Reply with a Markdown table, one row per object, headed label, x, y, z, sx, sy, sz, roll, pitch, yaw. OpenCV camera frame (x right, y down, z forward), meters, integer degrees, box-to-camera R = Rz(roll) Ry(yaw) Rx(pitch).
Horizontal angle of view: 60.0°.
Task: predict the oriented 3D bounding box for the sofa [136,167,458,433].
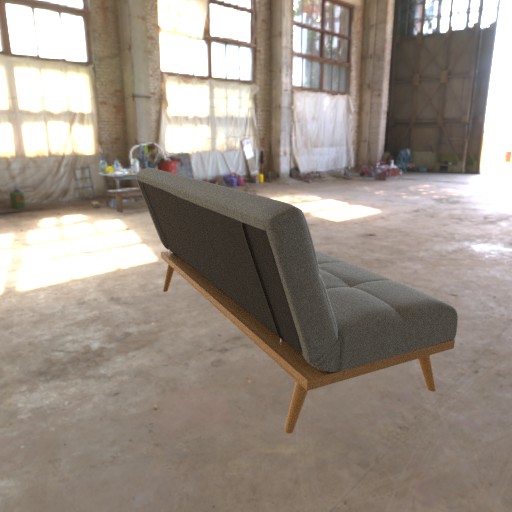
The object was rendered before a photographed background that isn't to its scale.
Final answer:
| label | x | y | z | sx | sy | sz | roll | pitch | yaw |
| --- | --- | --- | --- | --- | --- | --- | --- | --- | --- |
| sofa | 0.000 | 0.000 | 2.239 | 0.800 | 0.800 | 1.820 | -7 | 17 | -25 |
